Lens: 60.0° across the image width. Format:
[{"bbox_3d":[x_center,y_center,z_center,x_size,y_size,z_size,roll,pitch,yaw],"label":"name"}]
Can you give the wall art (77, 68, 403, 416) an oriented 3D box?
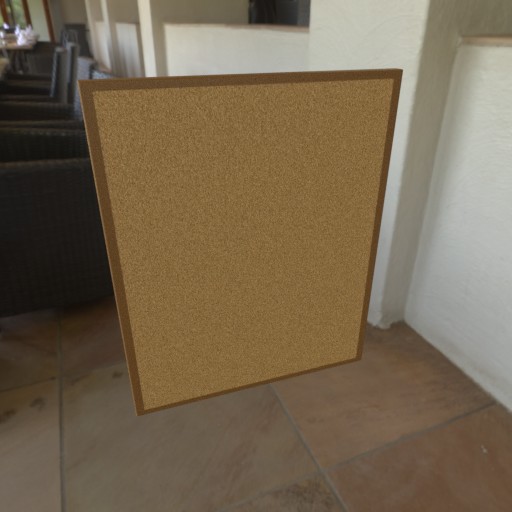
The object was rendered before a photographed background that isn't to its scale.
[{"bbox_3d":[0.000,0.000,0.720,0.449,0.550,0.021,-9,29,-17],"label":"wall art"}]
